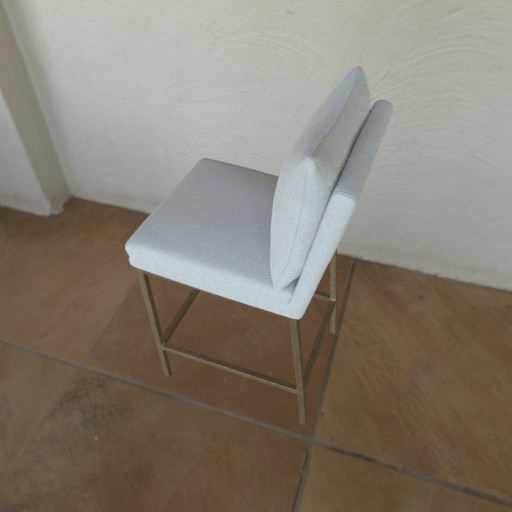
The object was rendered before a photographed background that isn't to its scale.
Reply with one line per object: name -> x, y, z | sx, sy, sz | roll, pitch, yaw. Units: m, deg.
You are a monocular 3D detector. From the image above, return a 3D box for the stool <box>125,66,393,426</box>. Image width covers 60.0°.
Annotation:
stool -> 0.000, 0.000, 1.341 | 0.572, 1.032, 0.463 | 16, 47, 15
